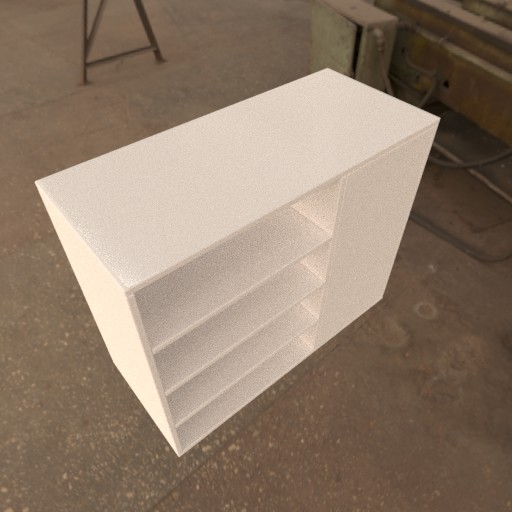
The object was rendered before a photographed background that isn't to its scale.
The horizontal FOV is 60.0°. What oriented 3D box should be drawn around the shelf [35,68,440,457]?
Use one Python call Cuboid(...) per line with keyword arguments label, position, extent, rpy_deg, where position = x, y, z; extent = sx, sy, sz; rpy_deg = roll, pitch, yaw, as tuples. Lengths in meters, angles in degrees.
Cuboid(label="shelf", position=(0.000, 0.000, 1.295), extent=(0.895, 0.732, 0.396), rpy_deg=(-31, 53, -27))
